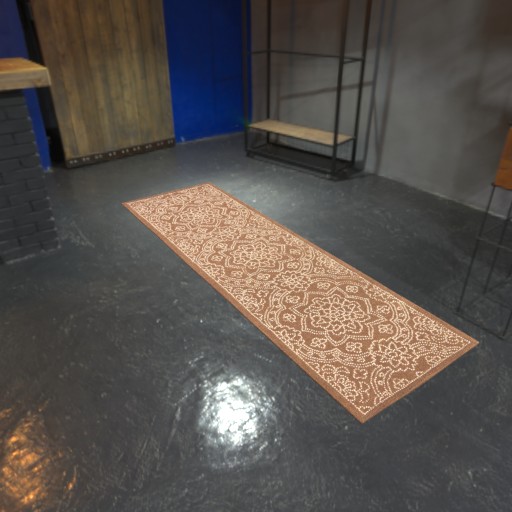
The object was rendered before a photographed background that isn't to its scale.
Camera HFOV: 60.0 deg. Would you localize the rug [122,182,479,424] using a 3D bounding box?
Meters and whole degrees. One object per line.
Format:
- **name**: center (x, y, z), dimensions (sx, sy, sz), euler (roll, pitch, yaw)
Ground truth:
- **rug**: center (0.000, 0.000, 2.678), dimensions (0.769, 0.012, 2.448), euler (-20, 36, -30)
